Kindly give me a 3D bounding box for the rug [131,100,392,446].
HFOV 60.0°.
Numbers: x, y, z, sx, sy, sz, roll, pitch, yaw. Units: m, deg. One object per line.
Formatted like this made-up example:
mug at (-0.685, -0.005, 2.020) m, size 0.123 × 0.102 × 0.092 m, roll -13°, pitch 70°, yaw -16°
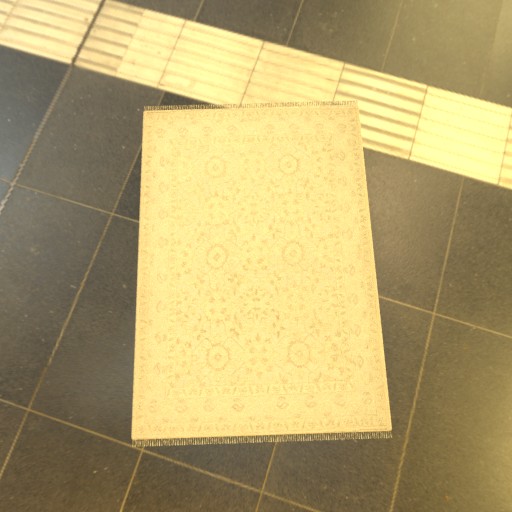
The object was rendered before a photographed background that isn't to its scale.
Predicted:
rug at (0.000, 0.000, 2.850) m, size 1.514 × 0.011 × 2.233 m, roll -2°, pitch 75°, yaw 0°
